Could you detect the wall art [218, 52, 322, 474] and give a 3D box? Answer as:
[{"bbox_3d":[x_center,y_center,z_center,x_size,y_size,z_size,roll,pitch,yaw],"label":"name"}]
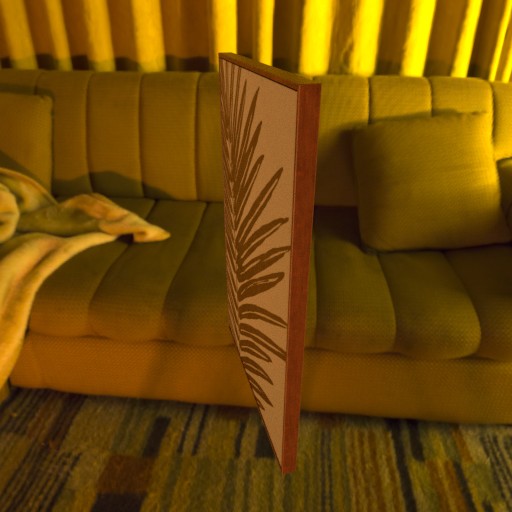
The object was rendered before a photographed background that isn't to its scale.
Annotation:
[{"bbox_3d":[0.000,0.000,1.144,0.037,0.914,0.610,-8,30,-14],"label":"wall art"}]
